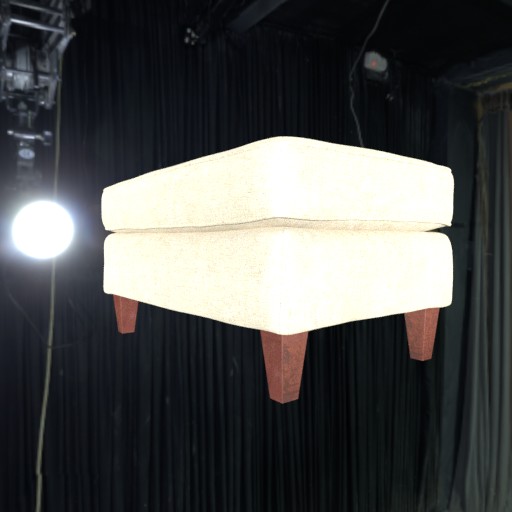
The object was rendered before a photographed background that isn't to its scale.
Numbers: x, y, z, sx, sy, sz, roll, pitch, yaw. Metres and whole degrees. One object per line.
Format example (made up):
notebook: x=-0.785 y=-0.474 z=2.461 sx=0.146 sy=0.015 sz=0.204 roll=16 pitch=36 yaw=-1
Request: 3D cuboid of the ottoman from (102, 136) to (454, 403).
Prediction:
ottoman: x=0.000 y=0.000 z=1.215 sx=0.583 sy=0.484 sz=0.862 roll=-1 pitch=2 yaw=-38
